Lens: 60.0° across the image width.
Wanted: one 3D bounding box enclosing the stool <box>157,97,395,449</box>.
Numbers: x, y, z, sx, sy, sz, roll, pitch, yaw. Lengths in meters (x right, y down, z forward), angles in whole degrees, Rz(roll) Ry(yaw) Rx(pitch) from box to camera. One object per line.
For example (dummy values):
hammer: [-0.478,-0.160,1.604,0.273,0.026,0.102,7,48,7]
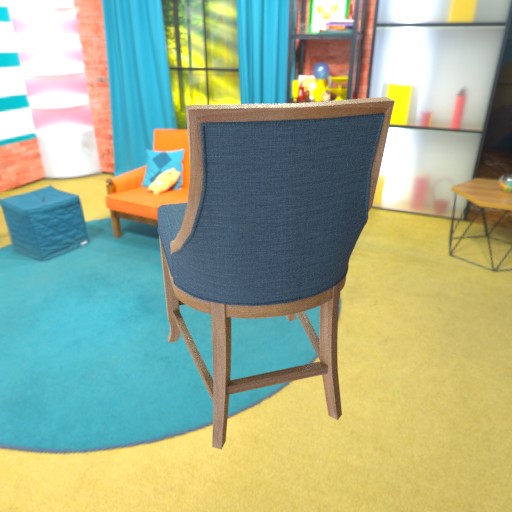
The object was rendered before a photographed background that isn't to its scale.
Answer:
stool: [0.000,0.000,1.319,0.524,0.938,0.626,-8,27,-15]
